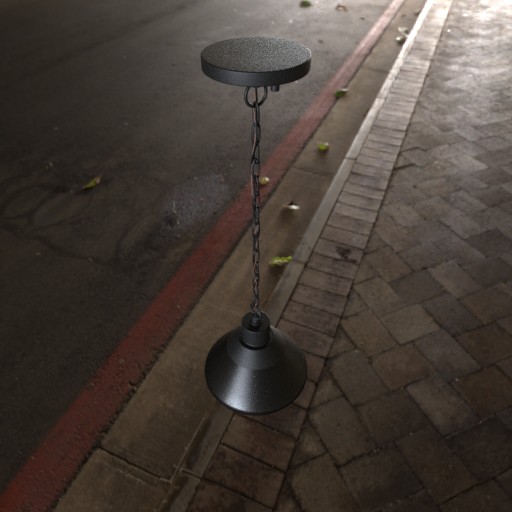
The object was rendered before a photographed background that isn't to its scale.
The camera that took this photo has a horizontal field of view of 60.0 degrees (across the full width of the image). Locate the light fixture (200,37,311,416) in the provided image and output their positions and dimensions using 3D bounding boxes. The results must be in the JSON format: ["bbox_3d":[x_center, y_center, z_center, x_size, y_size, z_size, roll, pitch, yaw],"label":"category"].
[{"bbox_3d":[0.000,0.000,0.675,0.201,0.588,0.201,-25,47,-26],"label":"light fixture"}]
